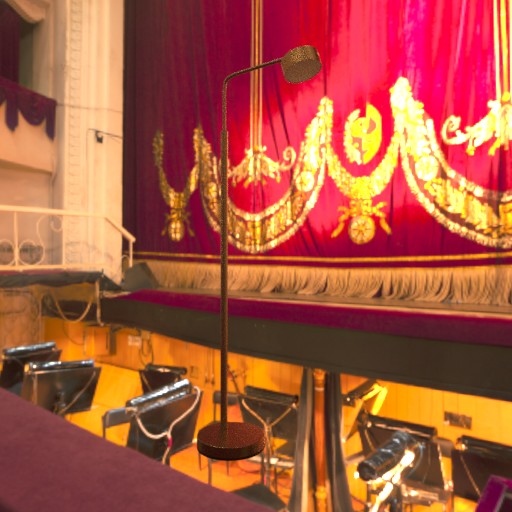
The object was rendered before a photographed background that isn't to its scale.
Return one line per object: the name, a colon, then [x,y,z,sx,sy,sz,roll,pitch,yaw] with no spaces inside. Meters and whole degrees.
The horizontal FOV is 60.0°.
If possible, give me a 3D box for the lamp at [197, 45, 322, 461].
lamp: [0.000,0.000,1.389,0.418,1.230,0.219,-1,-1,36]
